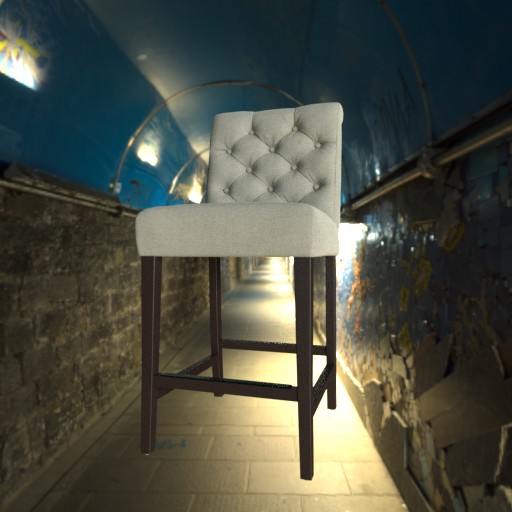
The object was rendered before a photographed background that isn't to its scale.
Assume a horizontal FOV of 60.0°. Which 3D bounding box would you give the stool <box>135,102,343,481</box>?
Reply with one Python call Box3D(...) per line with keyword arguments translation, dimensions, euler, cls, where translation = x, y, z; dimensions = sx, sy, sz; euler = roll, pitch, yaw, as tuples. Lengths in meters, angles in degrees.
Box3D(translation=(0.000, 0.000, 1.360), dimensions=(0.493, 1.040, 0.601), euler=(0, 1, 18), cls="stool")
